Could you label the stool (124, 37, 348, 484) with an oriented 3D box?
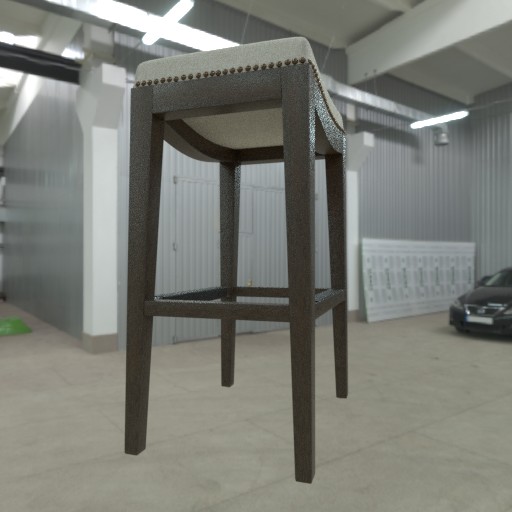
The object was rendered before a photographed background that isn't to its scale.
[{"bbox_3d":[0.000,0.000,1.017,0.358,0.759,0.498,0,0,18],"label":"stool"}]
